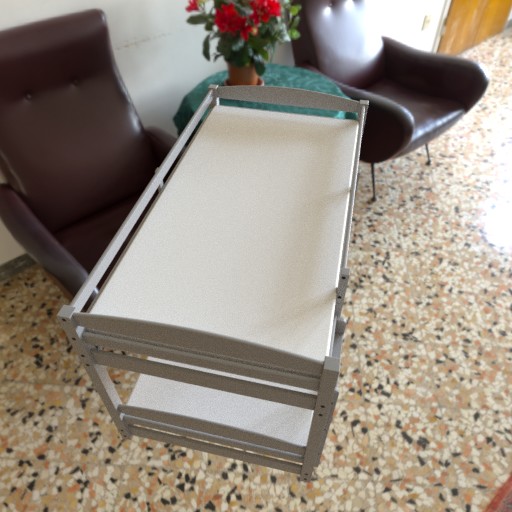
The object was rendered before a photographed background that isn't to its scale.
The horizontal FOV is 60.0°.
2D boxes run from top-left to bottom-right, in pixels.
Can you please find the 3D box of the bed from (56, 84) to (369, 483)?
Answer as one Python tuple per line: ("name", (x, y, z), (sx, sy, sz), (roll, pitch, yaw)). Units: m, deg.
("bed", (0.000, 0.000, 2.683), (1.105, 1.206, 2.013), (9, 47, 9))
